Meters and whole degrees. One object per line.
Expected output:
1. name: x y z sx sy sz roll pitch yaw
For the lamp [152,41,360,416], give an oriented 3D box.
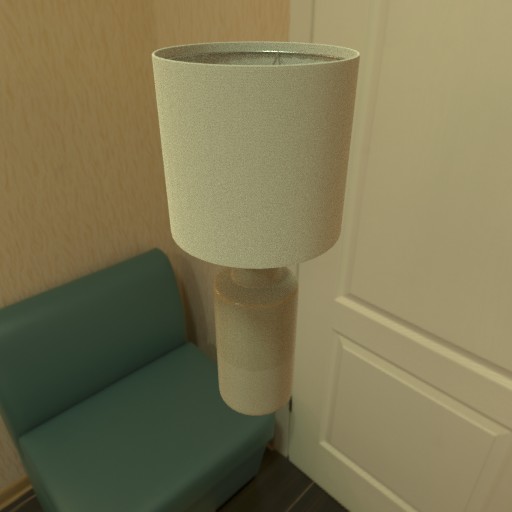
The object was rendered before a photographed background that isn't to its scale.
1. lamp: 0.000 0.000 0.584 0.212 0.493 0.212 8 32 13
